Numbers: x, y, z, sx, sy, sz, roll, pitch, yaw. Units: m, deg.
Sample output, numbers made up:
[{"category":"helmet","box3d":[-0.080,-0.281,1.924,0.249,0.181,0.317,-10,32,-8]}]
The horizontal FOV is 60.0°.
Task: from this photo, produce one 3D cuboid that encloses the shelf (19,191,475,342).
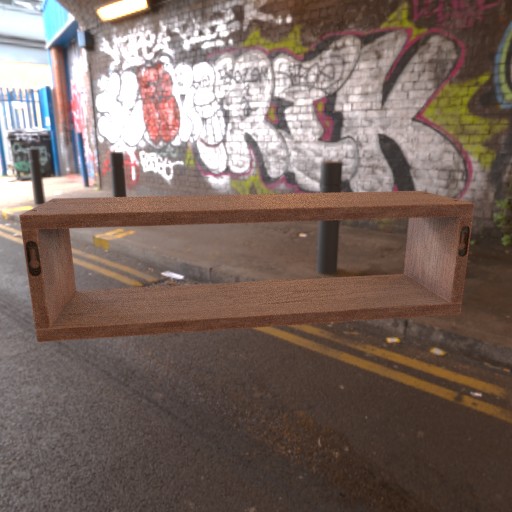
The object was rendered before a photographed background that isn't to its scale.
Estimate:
[{"category":"shelf","box3d":[0.000,0.000,0.681,0.610,0.170,0.150,-2,15,-9]}]
